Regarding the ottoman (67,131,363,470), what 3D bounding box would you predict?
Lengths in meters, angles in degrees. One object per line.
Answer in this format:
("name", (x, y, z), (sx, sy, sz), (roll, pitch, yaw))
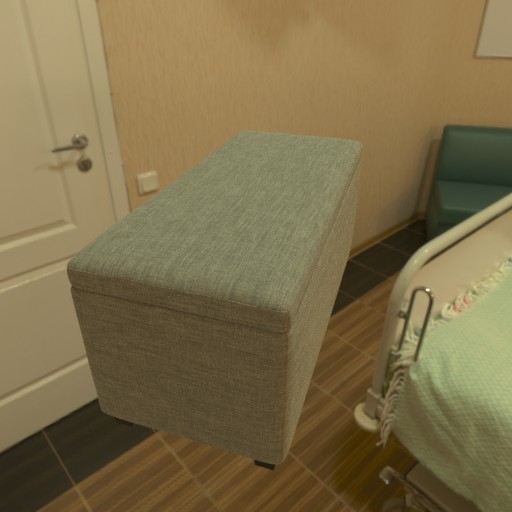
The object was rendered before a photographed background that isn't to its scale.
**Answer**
("ottoman", (0.000, 0.000, 1.144), (0.419, 0.432, 0.902), (10, 32, 16))
